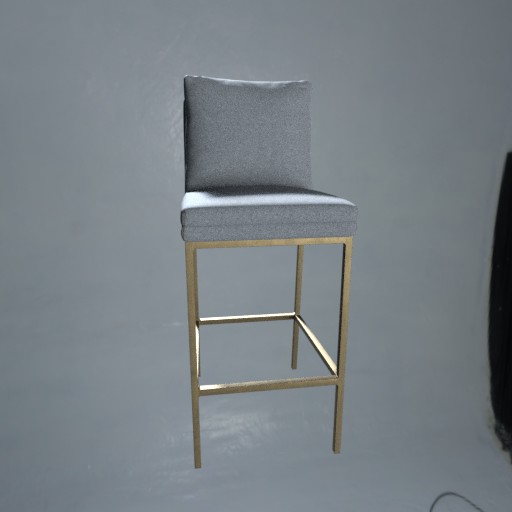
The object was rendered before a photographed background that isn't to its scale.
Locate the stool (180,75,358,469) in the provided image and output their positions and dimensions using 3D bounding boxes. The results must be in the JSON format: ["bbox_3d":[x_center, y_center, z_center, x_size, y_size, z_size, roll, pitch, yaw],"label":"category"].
[{"bbox_3d":[0.000,0.000,1.438,0.463,1.130,0.569,-2,15,-8],"label":"stool"}]
